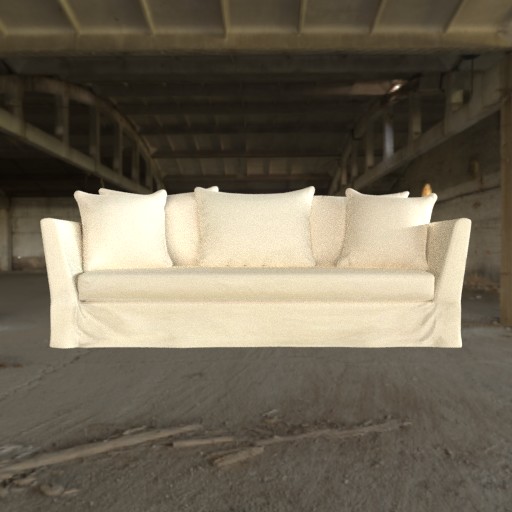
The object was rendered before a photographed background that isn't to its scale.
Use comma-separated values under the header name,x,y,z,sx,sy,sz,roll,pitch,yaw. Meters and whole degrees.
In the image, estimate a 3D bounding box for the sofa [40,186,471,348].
name,x,y,z,sx,sy,sz,roll,pitch,yaw
sofa,0.000,0.000,3.042,2.484,1.042,1.030,0,1,0
